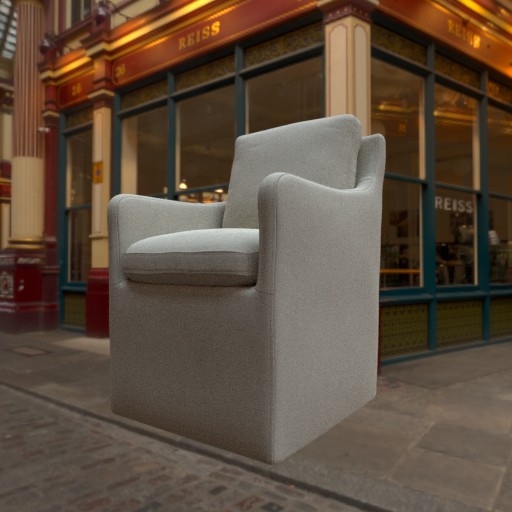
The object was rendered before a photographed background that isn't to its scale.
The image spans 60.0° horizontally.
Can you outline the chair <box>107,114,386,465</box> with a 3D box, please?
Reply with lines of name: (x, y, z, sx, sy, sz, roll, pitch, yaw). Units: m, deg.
chair: (0.000, 0.000, 1.376, 0.626, 0.914, 0.694, 0, -1, 36)
